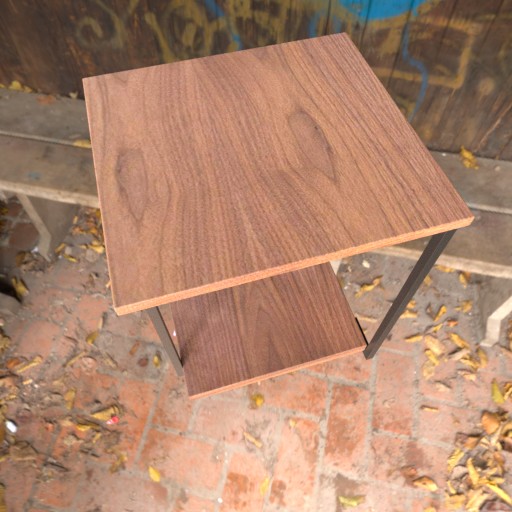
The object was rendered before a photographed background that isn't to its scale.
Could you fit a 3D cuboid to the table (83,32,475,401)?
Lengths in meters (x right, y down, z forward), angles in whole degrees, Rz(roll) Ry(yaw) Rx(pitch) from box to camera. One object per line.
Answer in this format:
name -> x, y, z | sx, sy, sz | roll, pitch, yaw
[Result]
table -> 0.000, 0.000, 0.814 | 0.411, 0.567, 0.384 | -14, 59, -9
